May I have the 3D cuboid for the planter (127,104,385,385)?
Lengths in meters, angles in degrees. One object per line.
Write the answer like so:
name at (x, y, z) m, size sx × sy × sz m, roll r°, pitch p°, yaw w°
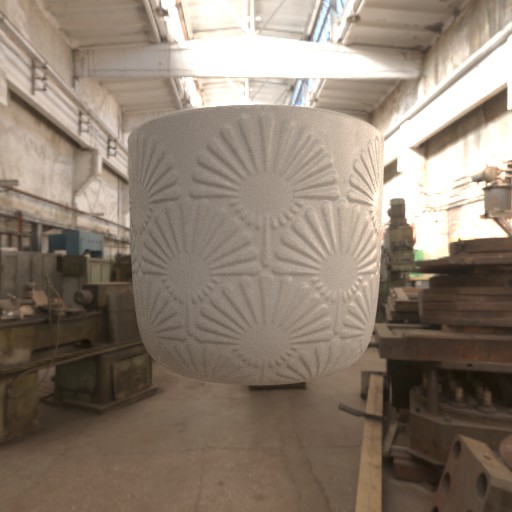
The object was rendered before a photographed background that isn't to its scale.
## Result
planter at (0.000, 0.000, 0.221) m, size 0.124 × 0.109 × 0.124 m, roll 0°, pitch -1°, yaw 0°
